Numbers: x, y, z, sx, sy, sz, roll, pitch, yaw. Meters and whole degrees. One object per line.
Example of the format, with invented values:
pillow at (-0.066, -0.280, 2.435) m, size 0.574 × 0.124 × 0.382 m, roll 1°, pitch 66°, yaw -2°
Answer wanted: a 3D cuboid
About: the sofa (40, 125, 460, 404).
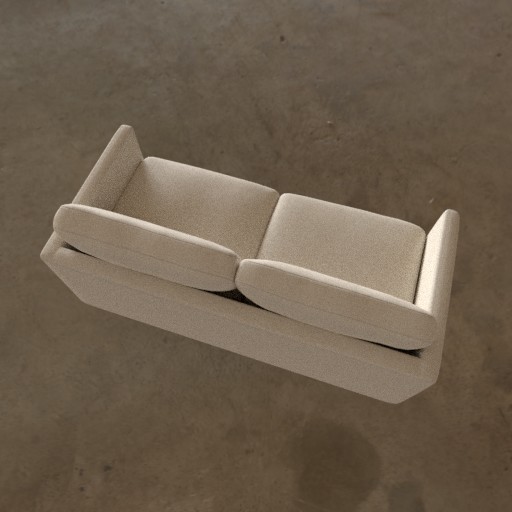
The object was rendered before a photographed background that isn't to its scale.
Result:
sofa at (0.000, 0.000, 2.479) m, size 1.981 × 0.889 × 0.965 m, roll 16°, pitch 64°, yaw 8°
